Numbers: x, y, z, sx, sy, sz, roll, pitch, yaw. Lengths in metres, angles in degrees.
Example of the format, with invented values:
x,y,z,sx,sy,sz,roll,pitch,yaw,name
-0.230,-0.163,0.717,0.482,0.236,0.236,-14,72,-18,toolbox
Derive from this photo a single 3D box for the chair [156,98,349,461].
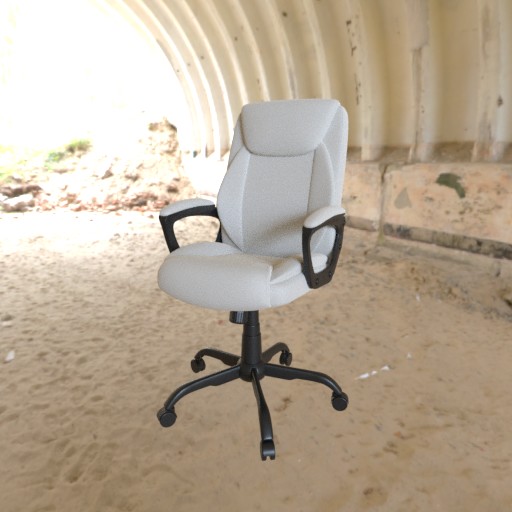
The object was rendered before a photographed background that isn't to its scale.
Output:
x,y,z,sx,sy,sz,roll,pitch,yaw,name
0.000,0.000,1.515,0.663,1.065,0.669,7,15,26,chair
